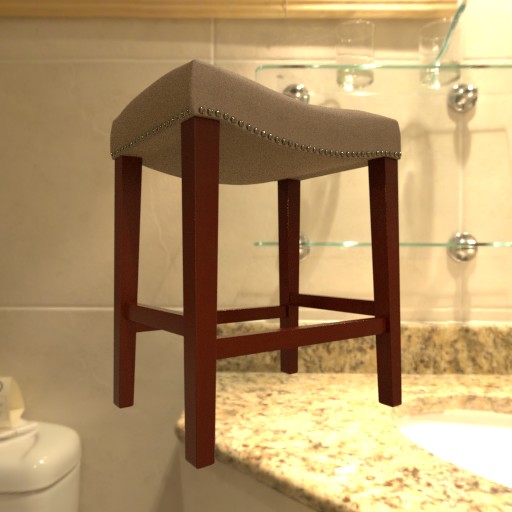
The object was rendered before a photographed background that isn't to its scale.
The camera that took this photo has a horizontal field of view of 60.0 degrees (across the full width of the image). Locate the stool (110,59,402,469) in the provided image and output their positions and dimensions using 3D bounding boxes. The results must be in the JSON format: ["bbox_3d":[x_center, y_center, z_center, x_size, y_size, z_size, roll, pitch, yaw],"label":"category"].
[{"bbox_3d":[0.000,0.000,0.941,0.509,0.632,0.375,0,-1,-36],"label":"stool"}]
